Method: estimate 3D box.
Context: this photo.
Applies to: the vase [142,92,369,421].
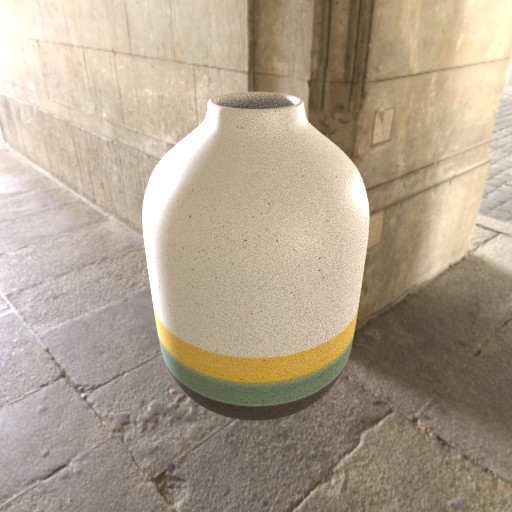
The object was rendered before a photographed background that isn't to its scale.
[{"bbox_3d":[0.000,0.000,0.355,0.169,0.240,0.169,0,30,0],"label":"vase"}]
